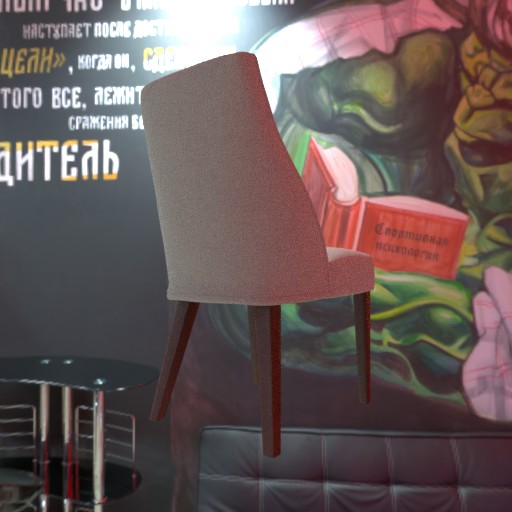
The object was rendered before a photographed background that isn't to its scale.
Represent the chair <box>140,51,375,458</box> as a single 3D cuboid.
[{"bbox_3d":[0.000,0.000,1.310,0.500,0.930,0.620,-1,-2,37],"label":"chair"}]
